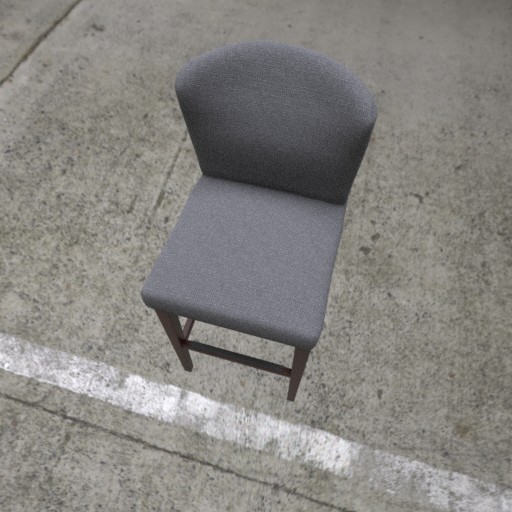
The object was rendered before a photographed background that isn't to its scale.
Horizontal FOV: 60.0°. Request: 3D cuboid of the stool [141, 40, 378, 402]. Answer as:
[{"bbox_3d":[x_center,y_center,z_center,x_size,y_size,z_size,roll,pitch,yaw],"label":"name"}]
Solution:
[{"bbox_3d":[0.000,0.000,1.364,0.486,1.069,0.568,14,59,8],"label":"stool"}]
